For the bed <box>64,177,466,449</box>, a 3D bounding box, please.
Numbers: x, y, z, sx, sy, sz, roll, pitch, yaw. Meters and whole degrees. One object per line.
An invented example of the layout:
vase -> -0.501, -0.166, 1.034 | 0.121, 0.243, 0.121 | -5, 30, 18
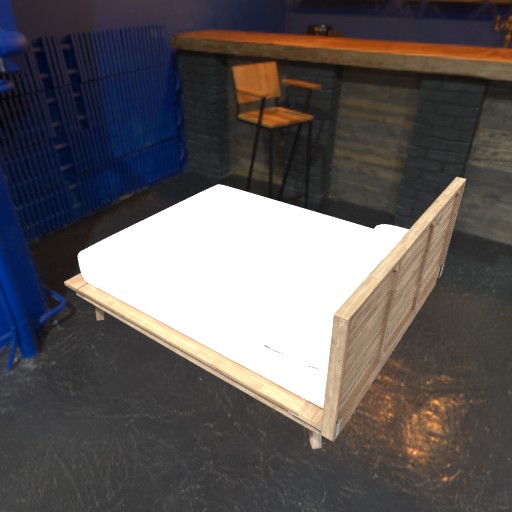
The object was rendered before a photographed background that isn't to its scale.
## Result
bed -> 0.000, 0.000, 3.104 | 2.145, 1.071, 1.759 | 21, 37, 30
